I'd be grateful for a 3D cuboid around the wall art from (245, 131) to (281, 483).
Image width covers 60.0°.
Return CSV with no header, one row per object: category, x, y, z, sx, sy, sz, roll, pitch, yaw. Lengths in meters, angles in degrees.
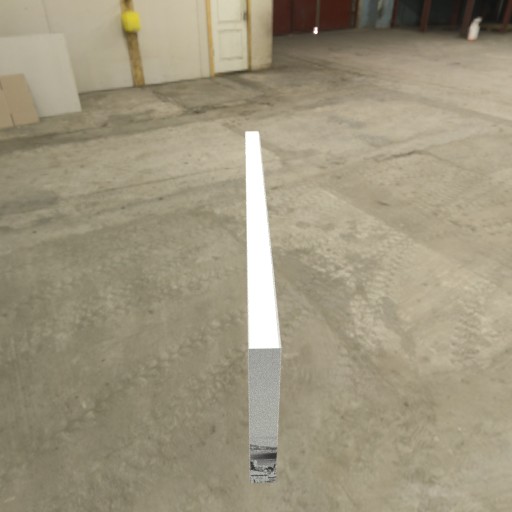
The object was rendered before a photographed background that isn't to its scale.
wall art,0.000,0.000,0.868,0.036,0.256,0.766,-1,33,-1
